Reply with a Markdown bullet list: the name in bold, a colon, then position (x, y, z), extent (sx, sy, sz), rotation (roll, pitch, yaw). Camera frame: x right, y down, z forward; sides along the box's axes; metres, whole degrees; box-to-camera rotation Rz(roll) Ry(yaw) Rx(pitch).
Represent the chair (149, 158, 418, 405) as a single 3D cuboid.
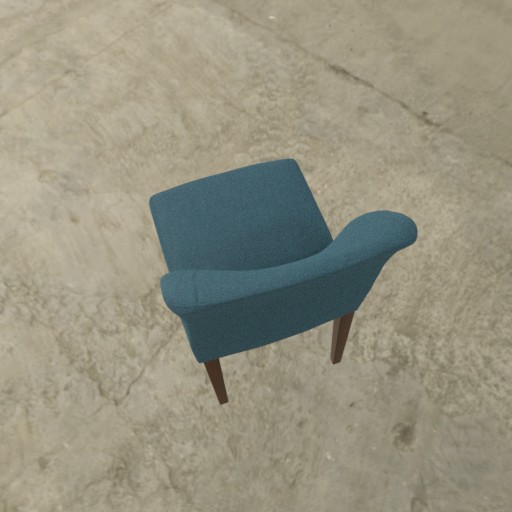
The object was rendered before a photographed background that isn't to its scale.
- **chair**: position (0.000, 0.000, 1.220), extent (0.507, 0.879, 0.620), rotation (-17, 61, -10)
